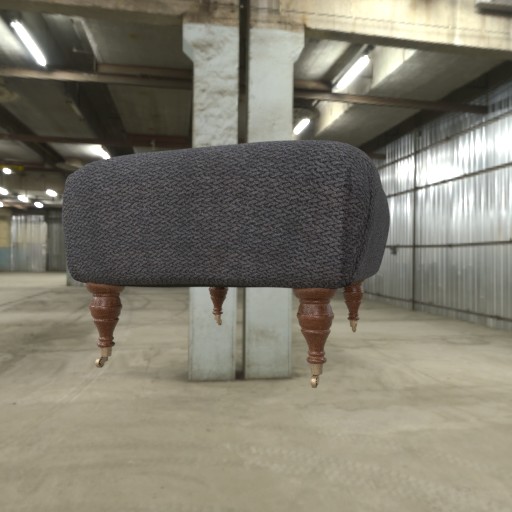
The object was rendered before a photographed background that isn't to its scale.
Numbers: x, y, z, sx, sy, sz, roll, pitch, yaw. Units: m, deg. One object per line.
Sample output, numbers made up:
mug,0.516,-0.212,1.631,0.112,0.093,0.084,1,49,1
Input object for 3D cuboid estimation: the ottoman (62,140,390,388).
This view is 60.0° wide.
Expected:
ottoman,0.000,0.000,1.106,0.622,0.450,0.747,0,0,19
